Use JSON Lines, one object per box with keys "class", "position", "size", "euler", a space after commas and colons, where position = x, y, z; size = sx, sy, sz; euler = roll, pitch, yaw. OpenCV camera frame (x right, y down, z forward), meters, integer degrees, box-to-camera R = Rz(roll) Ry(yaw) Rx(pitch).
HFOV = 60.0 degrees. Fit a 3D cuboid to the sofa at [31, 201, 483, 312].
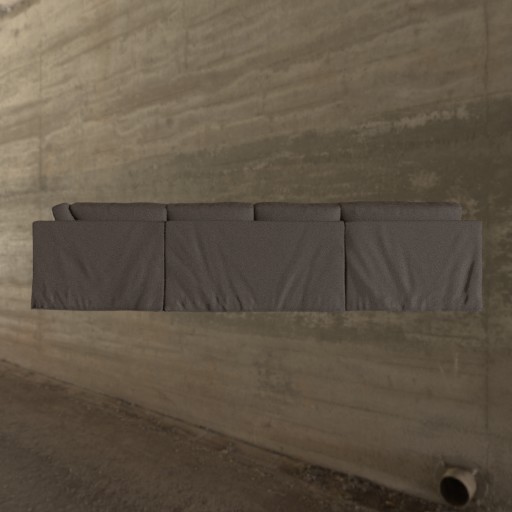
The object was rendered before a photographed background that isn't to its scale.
{"class": "sofa", "position": [0.000, 0.000, 4.596], "size": [3.528, 0.878, 2.476], "euler": [0, 0, 0]}
